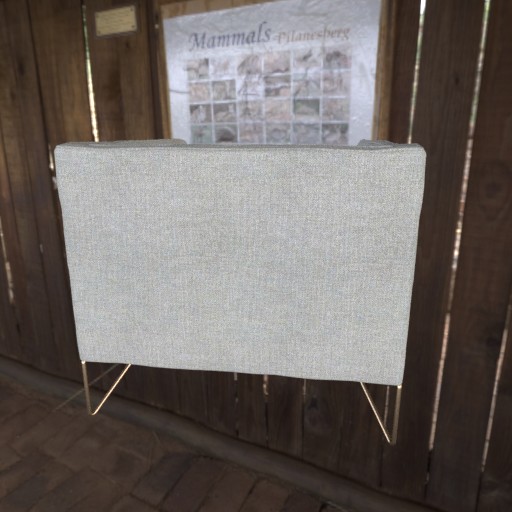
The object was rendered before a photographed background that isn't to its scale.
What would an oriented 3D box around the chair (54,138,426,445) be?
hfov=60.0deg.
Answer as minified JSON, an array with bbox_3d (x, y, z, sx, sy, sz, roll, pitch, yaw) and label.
[{"bbox_3d":[0.000,0.000,1.566,0.920,0.799,0.912,2,16,8],"label":"chair"}]
